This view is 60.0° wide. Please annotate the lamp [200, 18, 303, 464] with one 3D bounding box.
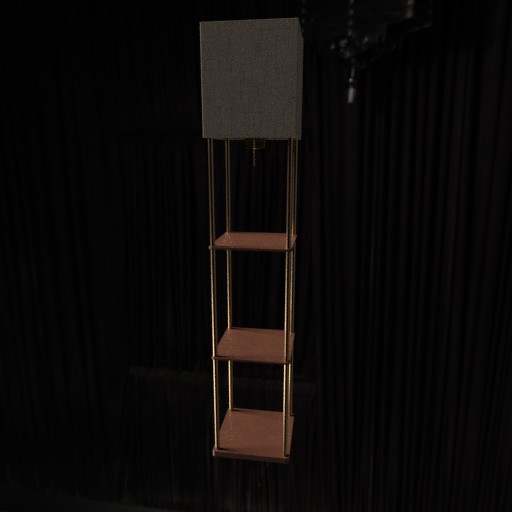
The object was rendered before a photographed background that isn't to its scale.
[{"bbox_3d":[0.000,0.000,1.698,0.308,1.569,0.310,2,14,8],"label":"lamp"}]
